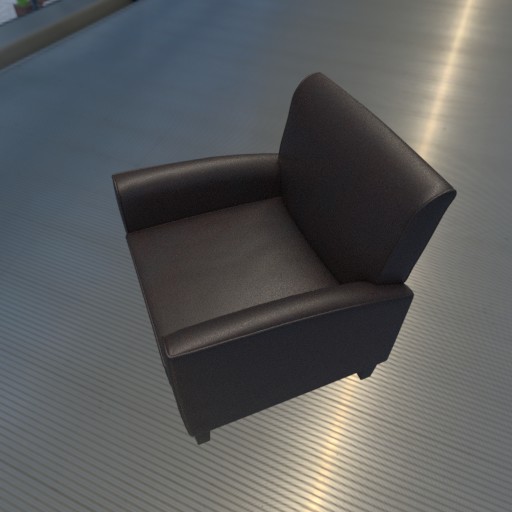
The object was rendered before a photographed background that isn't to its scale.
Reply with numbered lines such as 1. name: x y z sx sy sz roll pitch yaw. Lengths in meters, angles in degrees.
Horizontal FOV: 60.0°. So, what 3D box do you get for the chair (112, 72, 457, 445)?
1. chair: 0.000 0.000 1.566 0.819 0.916 0.820 -16 49 -15
